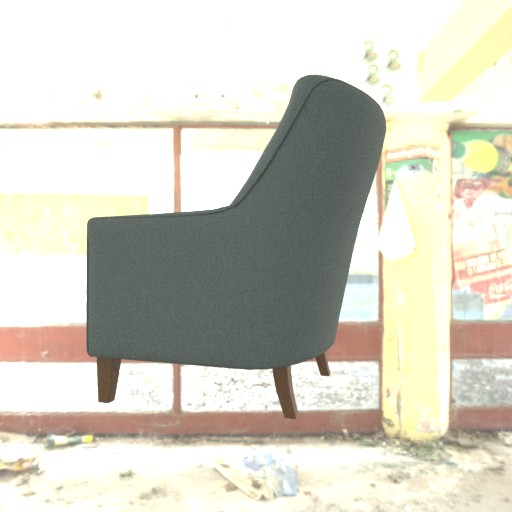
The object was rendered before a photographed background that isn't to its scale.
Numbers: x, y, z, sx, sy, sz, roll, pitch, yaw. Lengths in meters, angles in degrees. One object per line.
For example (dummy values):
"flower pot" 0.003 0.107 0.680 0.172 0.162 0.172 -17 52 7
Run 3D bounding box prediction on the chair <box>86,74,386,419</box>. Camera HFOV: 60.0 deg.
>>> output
"chair" 0.000 0.000 1.555 0.879 0.916 0.756 0 -1 20
